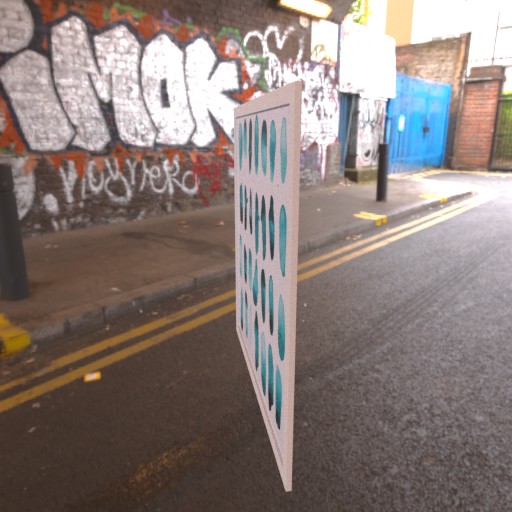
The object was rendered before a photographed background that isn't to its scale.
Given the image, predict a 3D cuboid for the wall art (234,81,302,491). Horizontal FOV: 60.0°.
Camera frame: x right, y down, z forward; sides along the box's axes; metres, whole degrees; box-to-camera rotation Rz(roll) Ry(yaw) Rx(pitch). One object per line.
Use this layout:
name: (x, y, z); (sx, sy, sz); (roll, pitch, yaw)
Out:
wall art: (0.000, 0.000, 1.216); (0.013, 0.813, 0.812); (-3, 16, -9)
